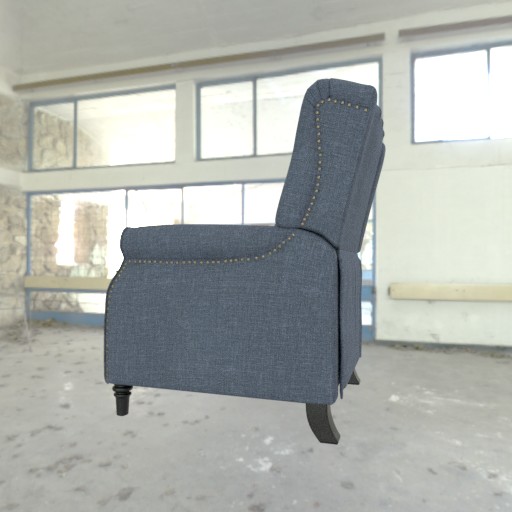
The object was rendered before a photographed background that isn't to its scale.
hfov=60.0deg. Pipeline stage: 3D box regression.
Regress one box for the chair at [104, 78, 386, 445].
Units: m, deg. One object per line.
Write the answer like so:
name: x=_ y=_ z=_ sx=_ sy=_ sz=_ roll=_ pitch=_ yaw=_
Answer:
chair: x=0.000 y=0.000 z=1.616 sx=0.898 sy=1.035 sz=0.742 roll=0 pitch=-1 yaw=18
